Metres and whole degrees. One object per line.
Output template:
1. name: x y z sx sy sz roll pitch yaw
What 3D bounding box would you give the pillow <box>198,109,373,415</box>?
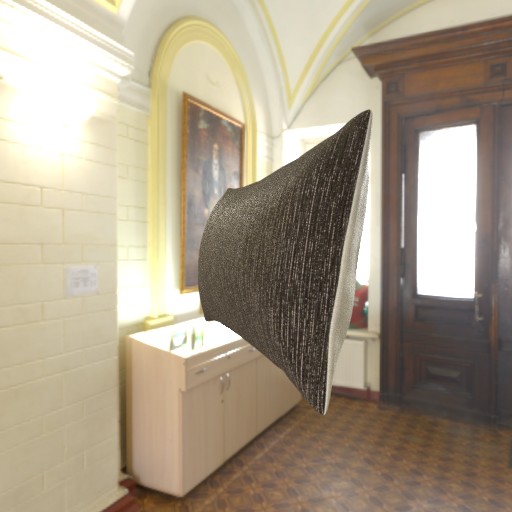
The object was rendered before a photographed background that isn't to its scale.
1. pillow: 0.000 0.000 0.728 0.156 0.305 0.608 0 1 -17
